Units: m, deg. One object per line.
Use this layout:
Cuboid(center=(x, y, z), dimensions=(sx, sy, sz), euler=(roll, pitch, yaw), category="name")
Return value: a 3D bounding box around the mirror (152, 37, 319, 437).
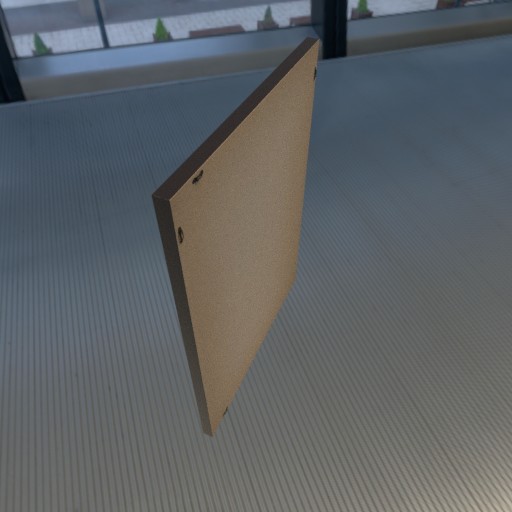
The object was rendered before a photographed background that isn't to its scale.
Cuboid(center=(0.000, 0.000, 1.353), dimensions=(0.041, 1.016, 0.762), euler=(19, 49, 17), category="mirror")
